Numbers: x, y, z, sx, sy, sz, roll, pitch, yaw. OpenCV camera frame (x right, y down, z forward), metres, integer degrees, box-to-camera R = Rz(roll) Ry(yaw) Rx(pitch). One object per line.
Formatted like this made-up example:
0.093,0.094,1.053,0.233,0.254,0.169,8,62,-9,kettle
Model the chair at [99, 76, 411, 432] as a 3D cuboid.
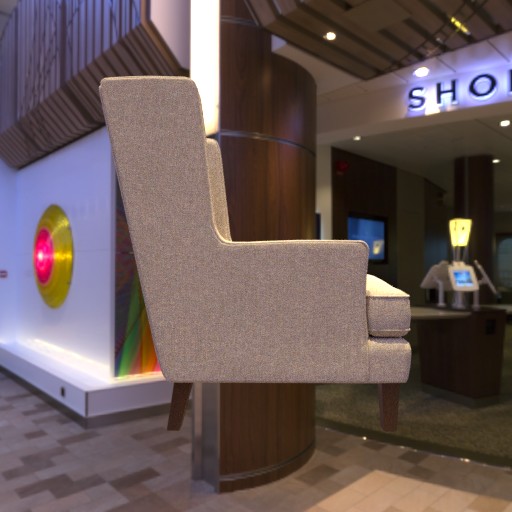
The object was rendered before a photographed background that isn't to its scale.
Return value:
0.000,0.000,1.701,0.948,1.082,0.764,0,-1,1,chair
